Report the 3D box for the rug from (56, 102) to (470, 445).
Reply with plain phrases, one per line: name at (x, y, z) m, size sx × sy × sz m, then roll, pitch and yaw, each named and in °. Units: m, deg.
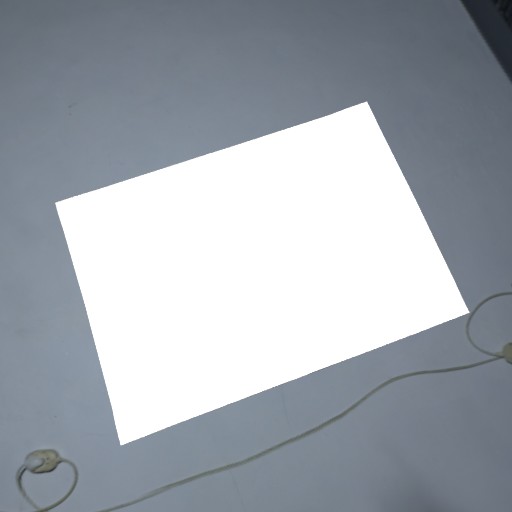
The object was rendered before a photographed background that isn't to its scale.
rug at (0.000, 0.000, 3.615) m, size 2.869 × 0.038 × 2.032 m, roll -19°, pitch 76°, yaw -5°
